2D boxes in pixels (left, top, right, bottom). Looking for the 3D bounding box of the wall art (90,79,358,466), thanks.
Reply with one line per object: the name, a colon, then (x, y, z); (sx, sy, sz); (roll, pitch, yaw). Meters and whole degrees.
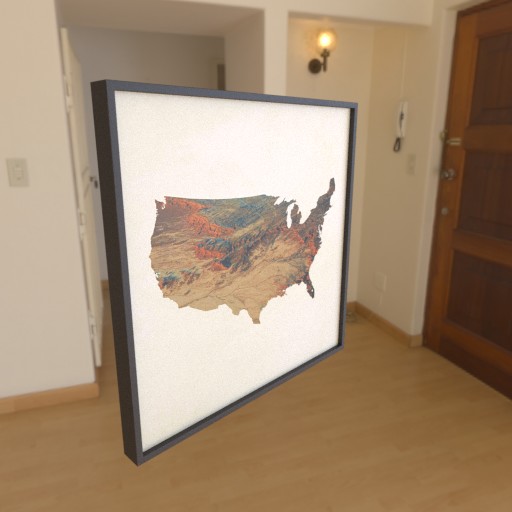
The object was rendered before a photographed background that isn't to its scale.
wall art: (0.000, 0.000, 0.740); (0.038, 0.507, 0.507); (15, 21, 43)
